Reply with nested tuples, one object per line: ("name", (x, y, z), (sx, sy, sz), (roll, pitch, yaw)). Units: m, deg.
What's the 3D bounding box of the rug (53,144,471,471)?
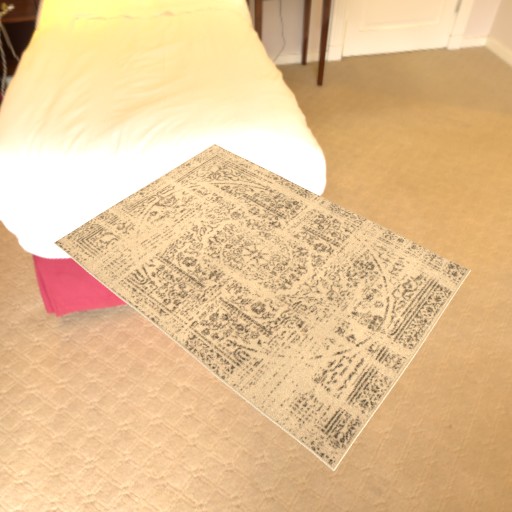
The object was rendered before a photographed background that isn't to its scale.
("rug", (0.000, 0.000, 3.125), (2.438, 0.026, 1.706), (32, 54, 26))
